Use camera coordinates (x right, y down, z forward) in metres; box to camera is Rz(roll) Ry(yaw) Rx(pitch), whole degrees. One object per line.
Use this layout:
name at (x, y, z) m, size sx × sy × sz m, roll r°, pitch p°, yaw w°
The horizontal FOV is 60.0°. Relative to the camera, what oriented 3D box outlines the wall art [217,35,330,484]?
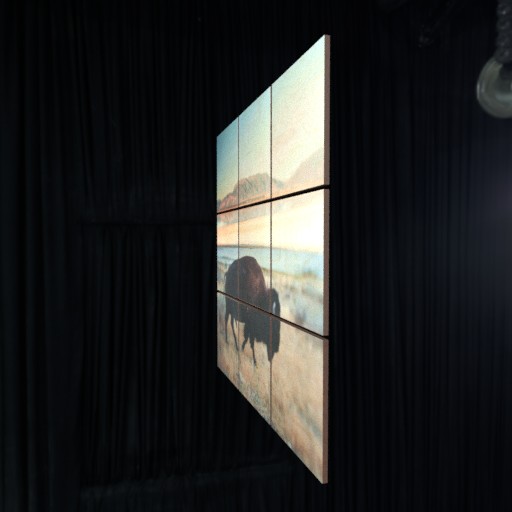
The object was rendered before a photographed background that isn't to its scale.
wall art at (0.000, 0.000, 1.323) m, size 0.018 × 0.904 × 0.906 m, roll -1°, pitch 2°, yaw -19°
